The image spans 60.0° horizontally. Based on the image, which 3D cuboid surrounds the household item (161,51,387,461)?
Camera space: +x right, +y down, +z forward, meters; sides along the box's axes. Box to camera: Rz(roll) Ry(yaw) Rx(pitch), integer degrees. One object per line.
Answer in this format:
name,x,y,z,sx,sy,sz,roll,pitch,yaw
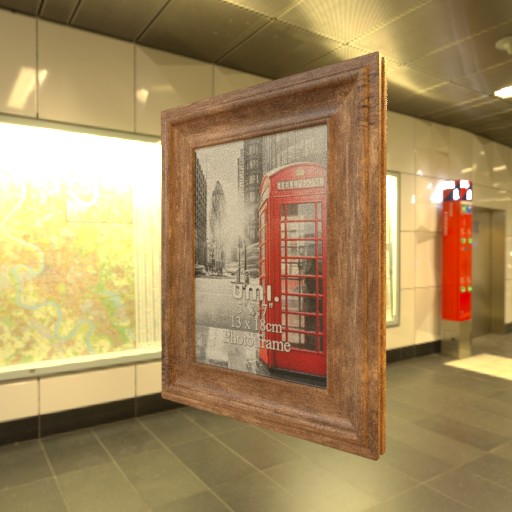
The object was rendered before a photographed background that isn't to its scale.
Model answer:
household item,0.000,0.000,0.317,0.186,0.237,0.018,1,1,37
